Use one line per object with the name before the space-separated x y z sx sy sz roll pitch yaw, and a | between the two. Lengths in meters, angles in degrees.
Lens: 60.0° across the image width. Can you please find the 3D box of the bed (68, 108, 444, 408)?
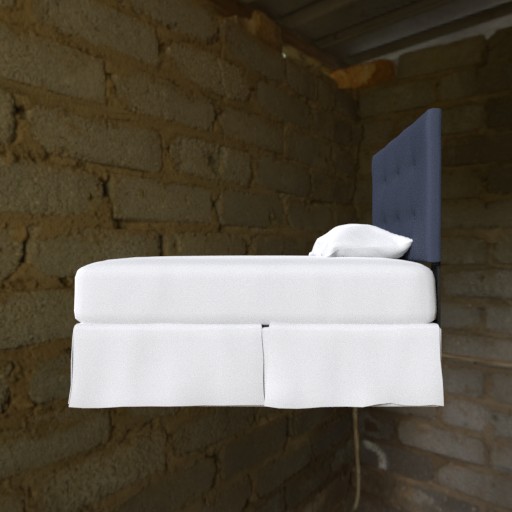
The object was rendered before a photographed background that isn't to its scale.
bed | 0.000 0.000 2.896 1.997 1.571 1.261 0 0 0
